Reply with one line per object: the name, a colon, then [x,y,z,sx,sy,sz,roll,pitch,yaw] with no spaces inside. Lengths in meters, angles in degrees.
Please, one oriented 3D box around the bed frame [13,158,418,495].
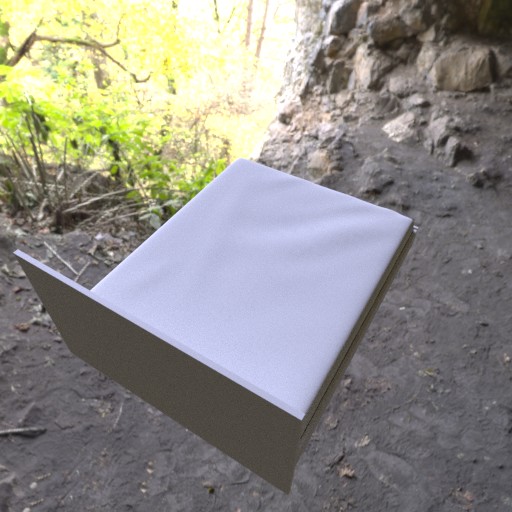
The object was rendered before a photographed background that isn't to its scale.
bed frame: [0.000,0.000,3.002,1.711,1.001,2.100,24,51,21]
